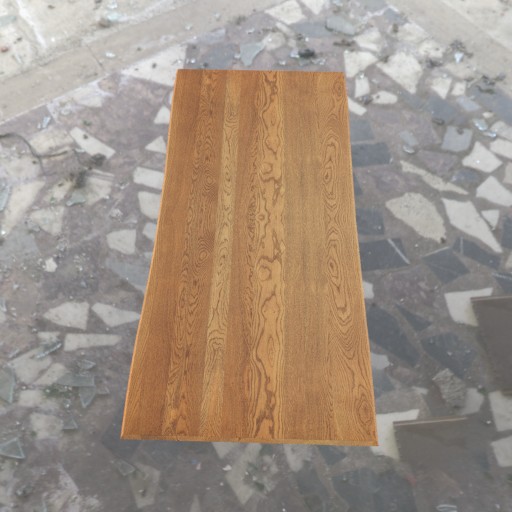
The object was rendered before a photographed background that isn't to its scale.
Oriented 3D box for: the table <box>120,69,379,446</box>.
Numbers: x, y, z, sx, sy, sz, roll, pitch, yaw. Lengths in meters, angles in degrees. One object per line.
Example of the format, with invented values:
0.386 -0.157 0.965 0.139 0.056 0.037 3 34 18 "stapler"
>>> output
0.000 0.000 2.250 0.900 0.770 1.800 1 63 1 "table"
